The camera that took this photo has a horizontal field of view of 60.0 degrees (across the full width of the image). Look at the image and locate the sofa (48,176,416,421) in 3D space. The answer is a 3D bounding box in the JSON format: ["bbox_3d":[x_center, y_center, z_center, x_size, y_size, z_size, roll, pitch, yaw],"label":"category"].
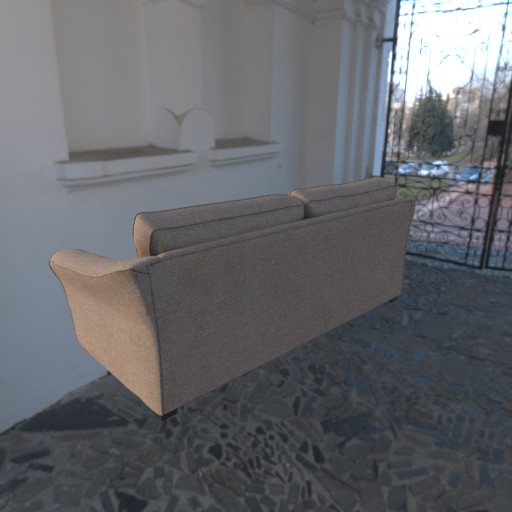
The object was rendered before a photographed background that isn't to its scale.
[{"bbox_3d":[0.000,0.000,2.823,2.270,0.906,0.986,-16,23,-41],"label":"sofa"}]
